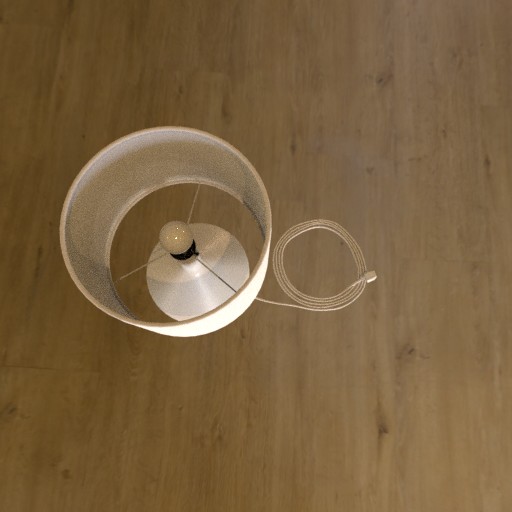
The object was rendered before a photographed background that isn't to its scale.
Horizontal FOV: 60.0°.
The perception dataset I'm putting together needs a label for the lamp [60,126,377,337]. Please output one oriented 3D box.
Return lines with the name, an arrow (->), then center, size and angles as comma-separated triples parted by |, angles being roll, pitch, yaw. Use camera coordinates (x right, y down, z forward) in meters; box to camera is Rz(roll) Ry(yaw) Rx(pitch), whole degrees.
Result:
lamp -> 0.000, 0.000, 0.860 | 0.546, 0.457, 0.401 | 19, 77, 5
